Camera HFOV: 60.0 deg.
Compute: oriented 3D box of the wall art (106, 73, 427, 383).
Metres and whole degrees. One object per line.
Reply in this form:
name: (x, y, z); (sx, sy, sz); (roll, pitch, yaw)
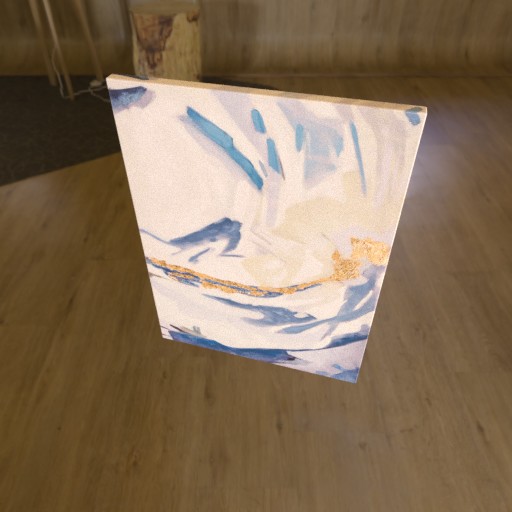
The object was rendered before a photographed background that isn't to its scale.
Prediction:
wall art: (0.000, 0.000, 1.360); (0.761, 1.015, 0.038); (11, 42, 12)
